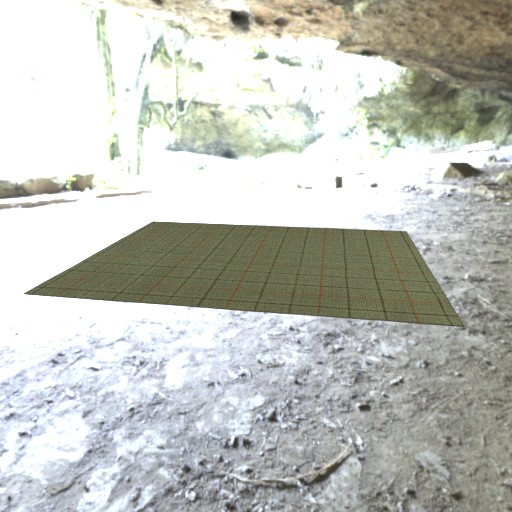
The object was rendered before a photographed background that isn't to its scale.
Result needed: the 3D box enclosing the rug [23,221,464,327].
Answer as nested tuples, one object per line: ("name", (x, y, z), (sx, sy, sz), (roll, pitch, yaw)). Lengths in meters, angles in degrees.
("rug", (0.000, 0.000, 4.140), (3.048, 0.012, 2.444), (3, 18, 9))
